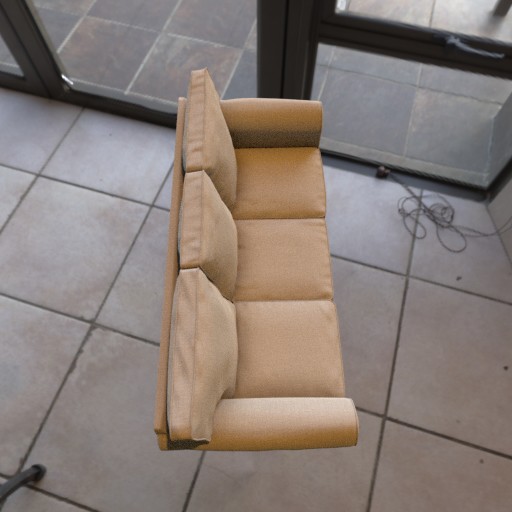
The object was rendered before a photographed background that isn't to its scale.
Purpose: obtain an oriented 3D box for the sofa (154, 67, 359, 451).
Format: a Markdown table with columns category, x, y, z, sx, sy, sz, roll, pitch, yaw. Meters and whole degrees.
| category | x | y | z | sx | sy | sz | roll | pitch | yaw |
| --- | --- | --- | --- | --- | --- | --- | --- | --- | --- |
| sofa | 0.000 | 0.000 | 2.569 | 0.916 | 0.961 | 2.084 | -1 | 64 | -1 |
